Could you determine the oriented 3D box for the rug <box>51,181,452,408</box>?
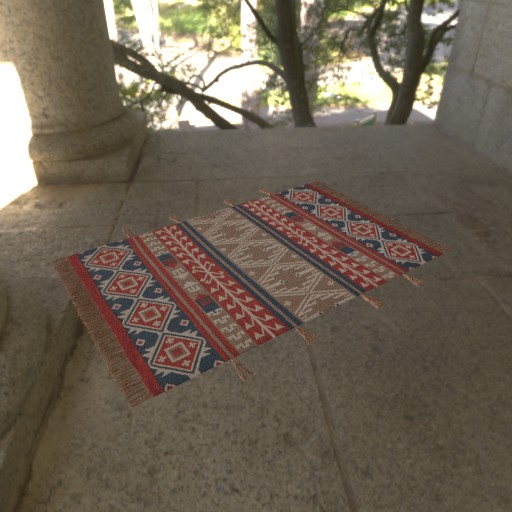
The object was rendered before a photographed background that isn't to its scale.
[{"bbox_3d":[0.000,0.000,3.124,2.450,0.048,1.778,-21,38,-28],"label":"rug"}]
